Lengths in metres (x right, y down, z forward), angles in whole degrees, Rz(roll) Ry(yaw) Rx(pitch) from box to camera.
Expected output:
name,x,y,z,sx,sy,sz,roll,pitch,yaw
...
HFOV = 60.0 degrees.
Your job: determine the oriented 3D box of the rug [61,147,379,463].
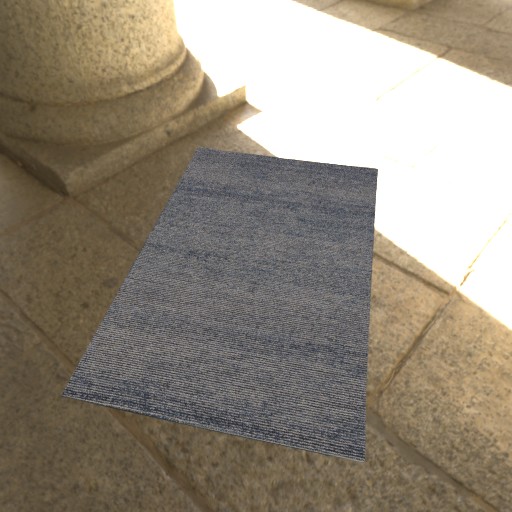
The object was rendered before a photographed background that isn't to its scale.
name,x,y,z,sx,sy,sz,roll,pitch,yaw
rug,0.000,0.000,2.167,1.135,0.010,1.740,9,47,8
